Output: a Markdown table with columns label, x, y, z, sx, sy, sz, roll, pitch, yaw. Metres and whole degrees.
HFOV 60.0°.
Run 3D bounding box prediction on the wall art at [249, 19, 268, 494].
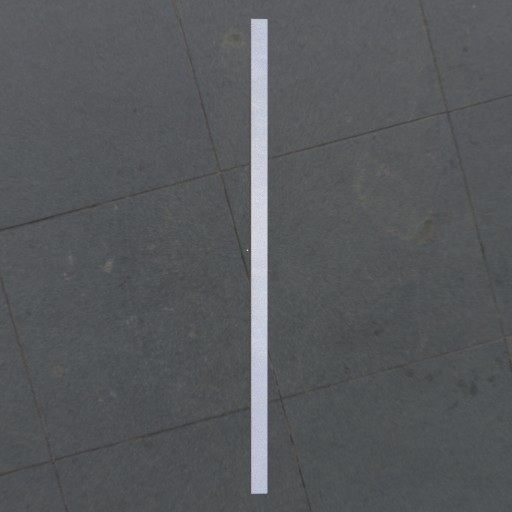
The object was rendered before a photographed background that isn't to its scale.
| label | x | y | z | sx | sy | sz | roll | pitch | yaw |
| --- | --- | --- | --- | --- | --- | --- | --- | --- | --- |
| wall art | 0.000 | 0.000 | 1.449 | 0.041 | 0.762 | 1.145 | 0 | 91 | -1 |
